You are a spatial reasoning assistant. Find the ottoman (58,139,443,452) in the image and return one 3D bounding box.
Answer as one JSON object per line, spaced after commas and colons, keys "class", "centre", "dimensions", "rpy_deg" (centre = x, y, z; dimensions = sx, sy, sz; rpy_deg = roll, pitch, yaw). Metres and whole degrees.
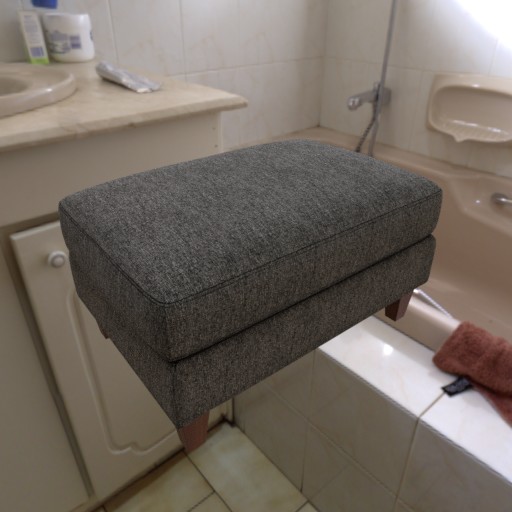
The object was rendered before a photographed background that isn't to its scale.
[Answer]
{"class": "ottoman", "centre": [0.000, 0.000, 1.222], "dimensions": [0.864, 0.483, 0.584], "rpy_deg": [-22, 37, -32]}
